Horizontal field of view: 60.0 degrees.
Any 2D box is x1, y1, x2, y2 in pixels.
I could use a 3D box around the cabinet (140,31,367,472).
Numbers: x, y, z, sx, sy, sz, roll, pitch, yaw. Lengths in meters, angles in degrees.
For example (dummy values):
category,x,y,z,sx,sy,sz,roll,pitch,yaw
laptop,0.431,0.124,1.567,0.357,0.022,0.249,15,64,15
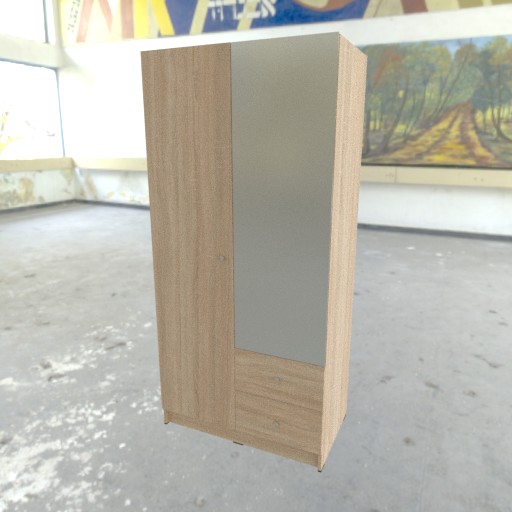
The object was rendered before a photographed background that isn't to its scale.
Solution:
category,x,y,z,sx,sy,sz,roll,pitch,yaw
cabinet,0.000,0.000,2.505,1.001,2.121,0.590,7,16,24
